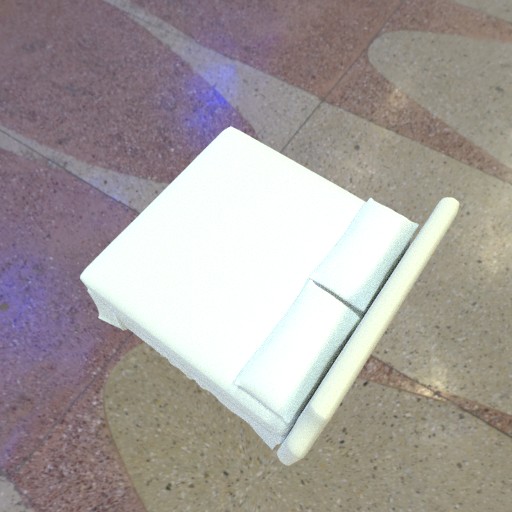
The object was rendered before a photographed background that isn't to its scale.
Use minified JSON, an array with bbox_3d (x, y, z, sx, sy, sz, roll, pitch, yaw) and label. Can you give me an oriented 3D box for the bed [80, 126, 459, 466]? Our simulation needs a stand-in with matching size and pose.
[{"bbox_3d":[0.000,0.000,3.557,2.204,1.301,2.160,33,68,15],"label":"bed"}]
